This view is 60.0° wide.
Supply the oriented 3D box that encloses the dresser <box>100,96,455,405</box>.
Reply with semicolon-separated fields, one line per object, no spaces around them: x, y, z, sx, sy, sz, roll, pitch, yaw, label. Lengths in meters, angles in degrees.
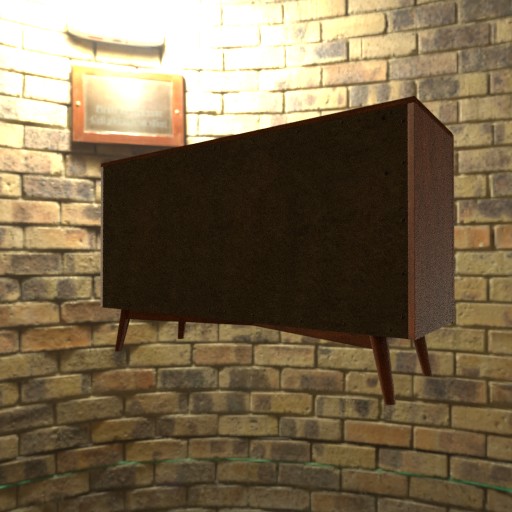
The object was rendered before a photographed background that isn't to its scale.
0.000;0.000;1.879;1.472;0.889;0.500;0;-1;36;dresser
